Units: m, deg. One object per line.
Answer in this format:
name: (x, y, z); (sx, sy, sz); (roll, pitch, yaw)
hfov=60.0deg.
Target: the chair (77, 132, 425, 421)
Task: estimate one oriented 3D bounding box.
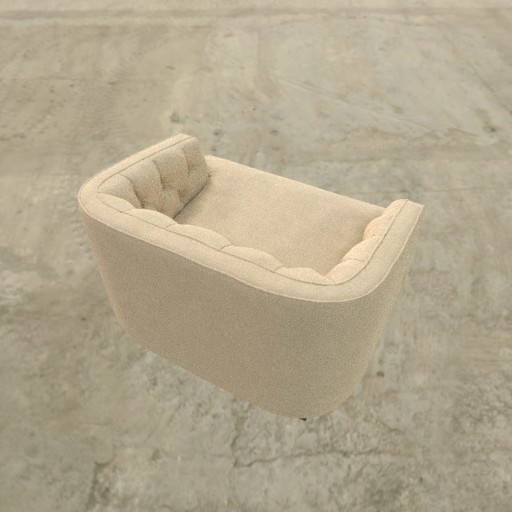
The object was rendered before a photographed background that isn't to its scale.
chair: (0.000, 0.000, 1.792); (1.118, 0.787, 0.914); (21, 48, 20)
